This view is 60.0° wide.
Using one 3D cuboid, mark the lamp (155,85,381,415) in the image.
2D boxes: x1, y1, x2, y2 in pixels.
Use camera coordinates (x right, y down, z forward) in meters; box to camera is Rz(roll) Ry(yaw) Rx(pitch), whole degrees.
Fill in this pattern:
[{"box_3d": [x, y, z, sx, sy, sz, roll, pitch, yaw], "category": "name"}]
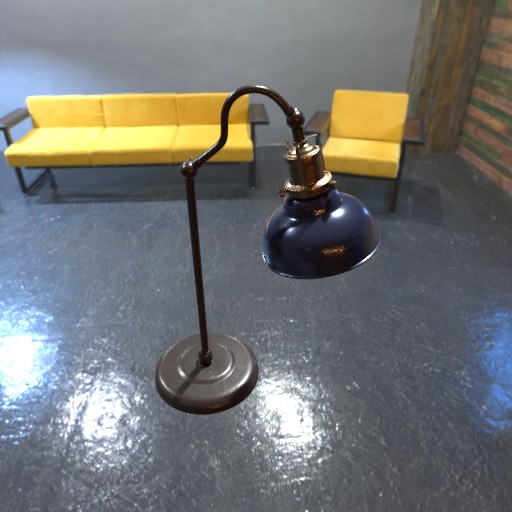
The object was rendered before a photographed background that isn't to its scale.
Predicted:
[{"box_3d": [0.000, 0.000, 0.694, 0.374, 0.508, 0.192, 0, 31, 0], "category": "lamp"}]
